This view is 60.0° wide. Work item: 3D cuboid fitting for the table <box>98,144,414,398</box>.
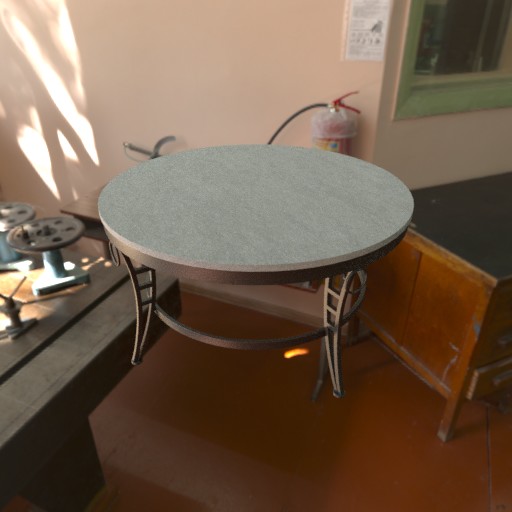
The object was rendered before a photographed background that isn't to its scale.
[{"bbox_3d":[0.000,0.000,1.422,0.889,0.470,0.889,0,30,0],"label":"table"}]
